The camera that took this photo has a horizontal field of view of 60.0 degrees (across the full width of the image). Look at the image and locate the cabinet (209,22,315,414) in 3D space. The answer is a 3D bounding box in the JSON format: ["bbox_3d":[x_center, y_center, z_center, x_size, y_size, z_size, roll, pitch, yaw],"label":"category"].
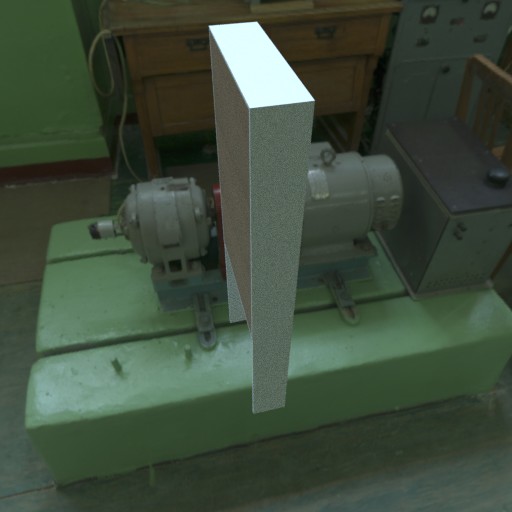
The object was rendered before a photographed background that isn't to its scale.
[{"bbox_3d":[0.000,0.000,2.020,0.192,1.770,0.643,-10,46,-10],"label":"cabinet"}]
